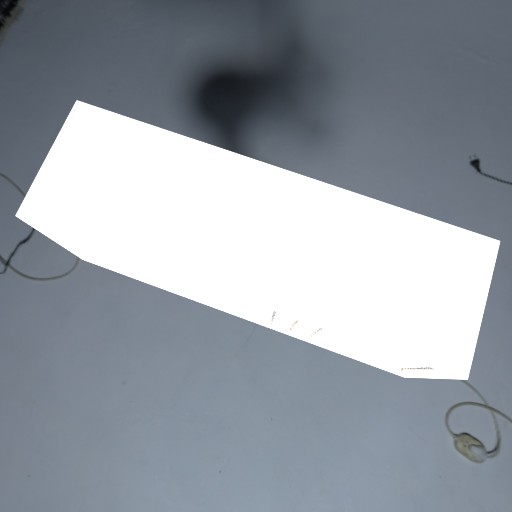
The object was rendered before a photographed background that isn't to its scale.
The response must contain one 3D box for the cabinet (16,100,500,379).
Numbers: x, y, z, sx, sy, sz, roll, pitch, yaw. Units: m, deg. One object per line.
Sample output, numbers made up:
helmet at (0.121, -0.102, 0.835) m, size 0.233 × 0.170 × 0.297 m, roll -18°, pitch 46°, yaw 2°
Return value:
cabinet at (0.000, 0.000, 1.951) m, size 1.649 × 0.780 × 0.500 m, roll 19°, pitch 76°, yaw 5°
